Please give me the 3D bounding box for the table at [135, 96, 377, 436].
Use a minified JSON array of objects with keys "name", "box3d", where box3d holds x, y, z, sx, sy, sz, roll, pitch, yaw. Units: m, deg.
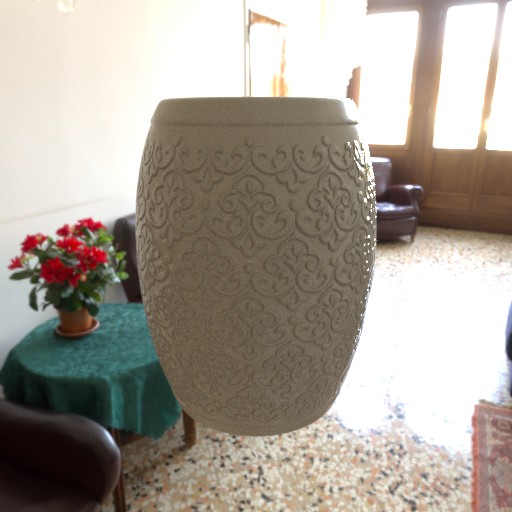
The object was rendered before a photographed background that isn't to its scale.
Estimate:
[{"name":"table","box3d":[0.000,0.000,0.595,0.309,0.397,0.309,0,18,0]}]
